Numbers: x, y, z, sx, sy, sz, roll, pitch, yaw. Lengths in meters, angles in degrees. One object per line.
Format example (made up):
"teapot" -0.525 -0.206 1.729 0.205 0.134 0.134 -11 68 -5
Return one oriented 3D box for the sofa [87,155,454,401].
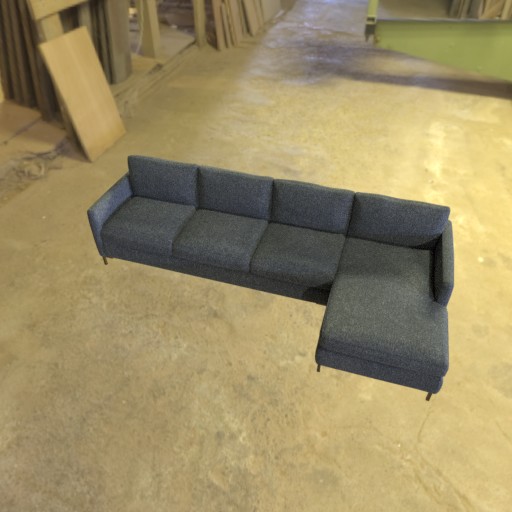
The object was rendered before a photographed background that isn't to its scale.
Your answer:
"sofa" 0.000 0.000 3.522 2.932 0.810 1.350 12 42 13
